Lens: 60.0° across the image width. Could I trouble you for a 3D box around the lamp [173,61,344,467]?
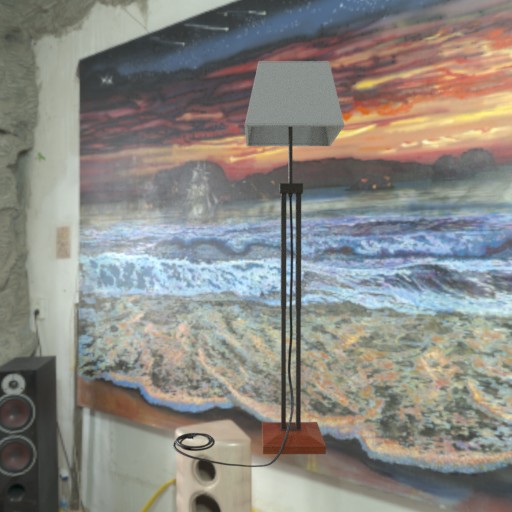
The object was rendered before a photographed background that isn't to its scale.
[{"bbox_3d":[0.000,0.000,1.993,0.745,1.712,0.472,0,0,0],"label":"lamp"}]
